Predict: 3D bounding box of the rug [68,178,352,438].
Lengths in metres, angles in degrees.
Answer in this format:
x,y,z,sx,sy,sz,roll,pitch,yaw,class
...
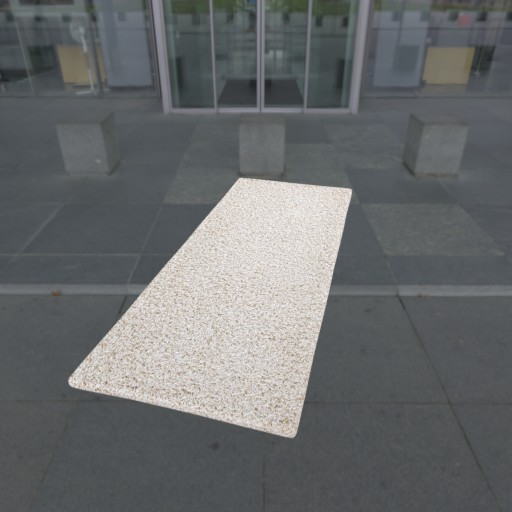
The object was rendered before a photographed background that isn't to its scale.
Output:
x,y,z,sx,sy,sz,roll,pitch,yaw,class
0.000,0.000,1.721,0.609,0.030,1.524,8,32,13,rug
